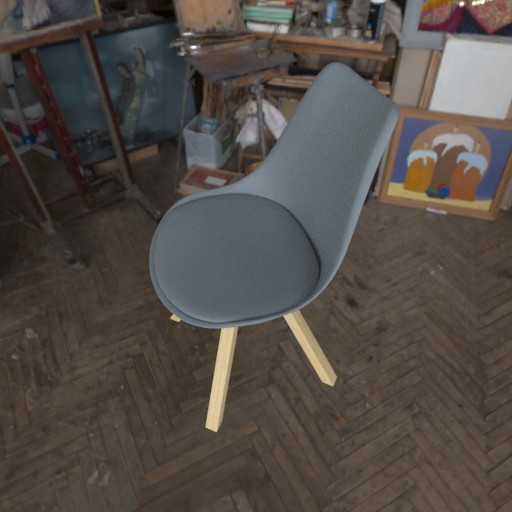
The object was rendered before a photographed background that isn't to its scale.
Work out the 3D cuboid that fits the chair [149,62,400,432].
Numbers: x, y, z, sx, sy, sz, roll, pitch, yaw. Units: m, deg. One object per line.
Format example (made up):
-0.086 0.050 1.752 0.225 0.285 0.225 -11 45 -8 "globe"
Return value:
0.000 0.000 1.170 0.549 0.850 0.485 -16 48 -15 "chair"
